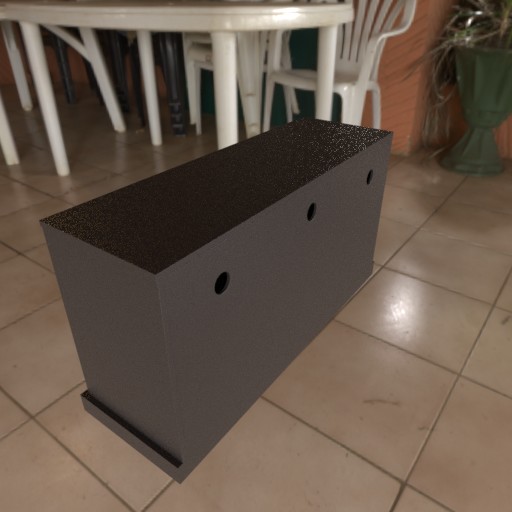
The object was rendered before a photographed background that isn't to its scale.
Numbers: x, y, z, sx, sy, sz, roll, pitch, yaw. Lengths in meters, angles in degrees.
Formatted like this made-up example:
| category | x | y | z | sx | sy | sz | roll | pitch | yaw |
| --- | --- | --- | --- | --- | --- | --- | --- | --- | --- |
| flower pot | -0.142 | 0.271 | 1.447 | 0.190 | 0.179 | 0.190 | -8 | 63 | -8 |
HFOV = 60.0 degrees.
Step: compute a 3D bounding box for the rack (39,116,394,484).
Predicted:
| category | x | y | z | sx | sy | sz | roll | pitch | yaw |
| --- | --- | --- | --- | --- | --- | --- | --- | --- | --- |
| rack | 0.000 | 0.000 | 1.487 | 0.399 | 0.635 | 1.206 | 21 | 37 | 30 |
